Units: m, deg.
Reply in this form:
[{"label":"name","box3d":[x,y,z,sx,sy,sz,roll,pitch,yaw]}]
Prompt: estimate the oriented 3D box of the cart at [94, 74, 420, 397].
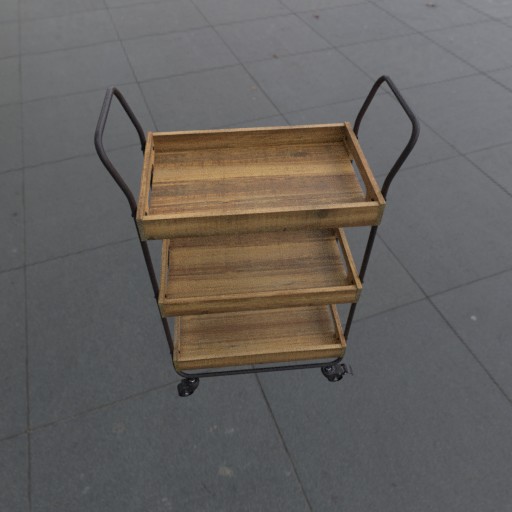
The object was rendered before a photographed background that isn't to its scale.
[{"label":"cart","box3d":[0.000,0.000,1.157,0.583,0.857,0.339,-4,47,-4]}]
